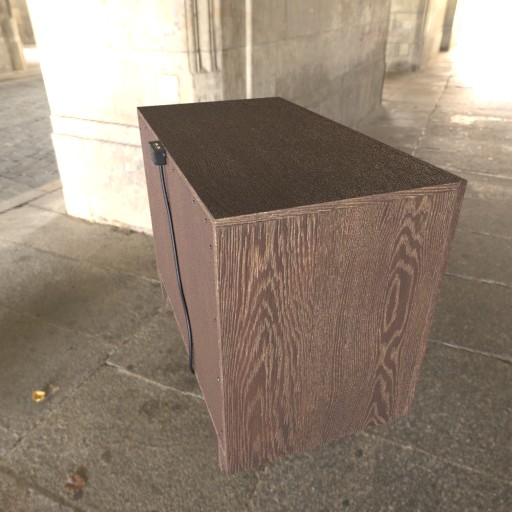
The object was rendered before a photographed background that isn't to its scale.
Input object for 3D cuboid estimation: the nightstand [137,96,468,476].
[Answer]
[{"bbox_3d":[0.000,0.000,1.118,0.457,0.612,0.775,-11,32,-18],"label":"nightstand"}]
